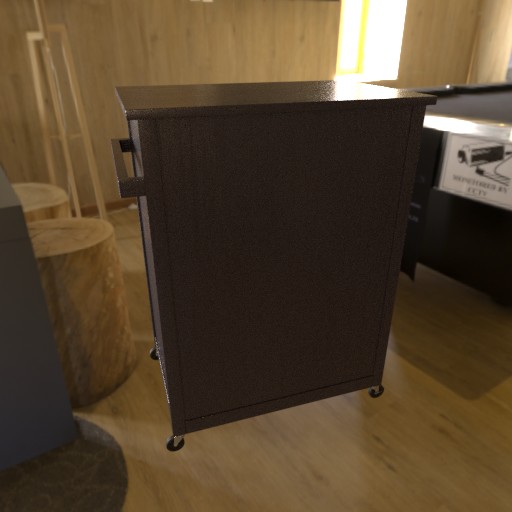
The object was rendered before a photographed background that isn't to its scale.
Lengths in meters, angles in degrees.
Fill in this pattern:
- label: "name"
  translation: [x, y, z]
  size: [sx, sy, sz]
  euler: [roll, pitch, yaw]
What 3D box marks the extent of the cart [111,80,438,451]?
- label: "cart"
  translation: [0.000, 0.000, 1.252]
  size: [0.690, 0.878, 0.449]
  euler: [-8, 27, -16]
